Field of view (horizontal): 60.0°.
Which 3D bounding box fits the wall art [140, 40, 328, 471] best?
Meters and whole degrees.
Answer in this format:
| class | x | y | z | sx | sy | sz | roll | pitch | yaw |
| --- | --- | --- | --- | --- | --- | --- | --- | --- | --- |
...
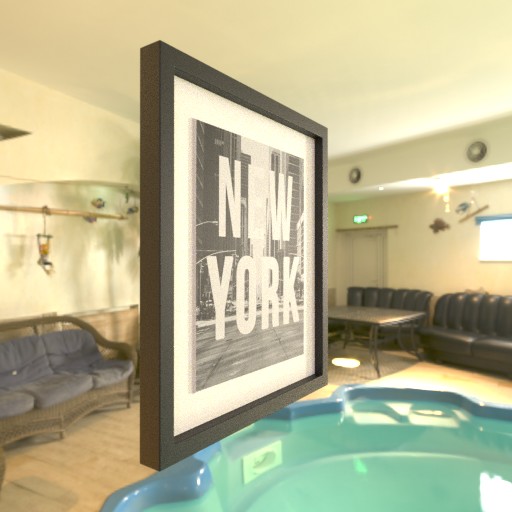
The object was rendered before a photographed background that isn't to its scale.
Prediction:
| class | x | y | z | sx | sy | sz | roll | pitch | yaw |
| --- | --- | --- | --- | --- | --- | --- | --- | --- | --- |
| wall art | 0.000 | 0.000 | 0.531 | 0.028 | 0.381 | 0.328 | 0 | 0 | 36 |
